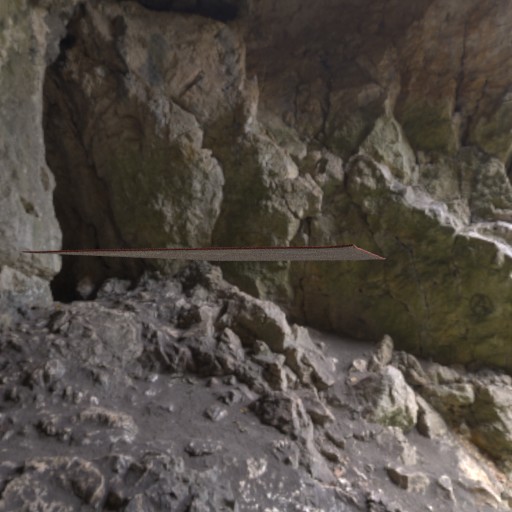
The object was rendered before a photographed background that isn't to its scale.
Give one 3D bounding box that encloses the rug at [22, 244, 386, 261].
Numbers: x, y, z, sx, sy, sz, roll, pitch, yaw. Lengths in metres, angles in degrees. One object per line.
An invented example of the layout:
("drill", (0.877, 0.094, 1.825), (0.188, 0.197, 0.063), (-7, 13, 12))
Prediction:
("rug", (0.000, 0.000, 2.885), (1.521, 0.026, 2.286), (-1, -2, 19))
